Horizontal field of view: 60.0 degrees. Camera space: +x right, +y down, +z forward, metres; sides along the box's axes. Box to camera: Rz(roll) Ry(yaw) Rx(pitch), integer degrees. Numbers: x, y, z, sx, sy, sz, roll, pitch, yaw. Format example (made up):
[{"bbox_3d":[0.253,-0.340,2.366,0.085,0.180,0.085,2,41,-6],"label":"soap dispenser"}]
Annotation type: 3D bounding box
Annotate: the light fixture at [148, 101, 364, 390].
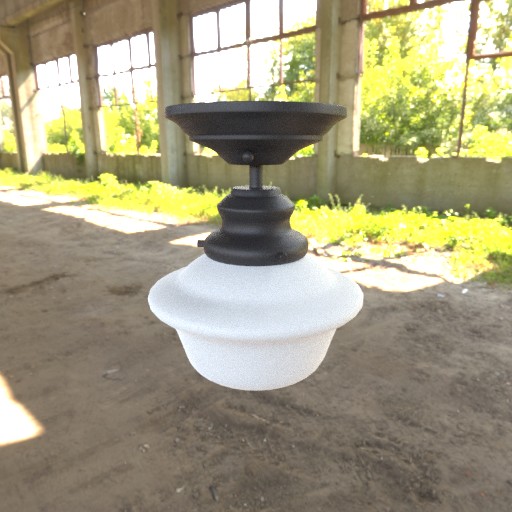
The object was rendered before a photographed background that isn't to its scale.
[{"bbox_3d":[0.000,0.000,0.404,0.197,0.254,0.197,0,14,0],"label":"light fixture"}]
